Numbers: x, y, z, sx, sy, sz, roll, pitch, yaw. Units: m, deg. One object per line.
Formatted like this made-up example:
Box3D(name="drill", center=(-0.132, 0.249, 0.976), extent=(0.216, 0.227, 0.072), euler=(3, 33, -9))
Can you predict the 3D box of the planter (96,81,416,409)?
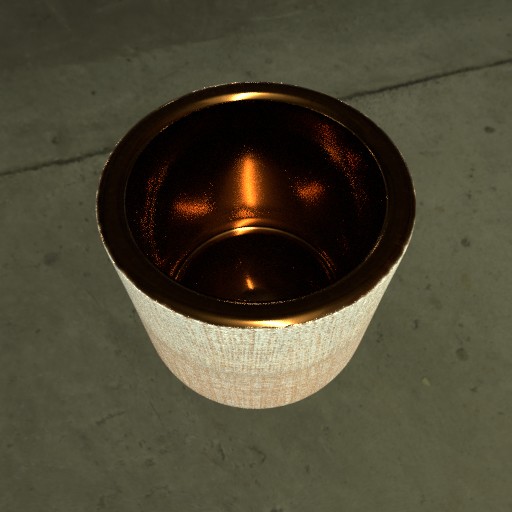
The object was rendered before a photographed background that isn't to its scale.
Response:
Box3D(name="planter", center=(0.000, 0.000, 0.310), extent=(0.177, 0.157, 0.177), euler=(0, 58, 0))
